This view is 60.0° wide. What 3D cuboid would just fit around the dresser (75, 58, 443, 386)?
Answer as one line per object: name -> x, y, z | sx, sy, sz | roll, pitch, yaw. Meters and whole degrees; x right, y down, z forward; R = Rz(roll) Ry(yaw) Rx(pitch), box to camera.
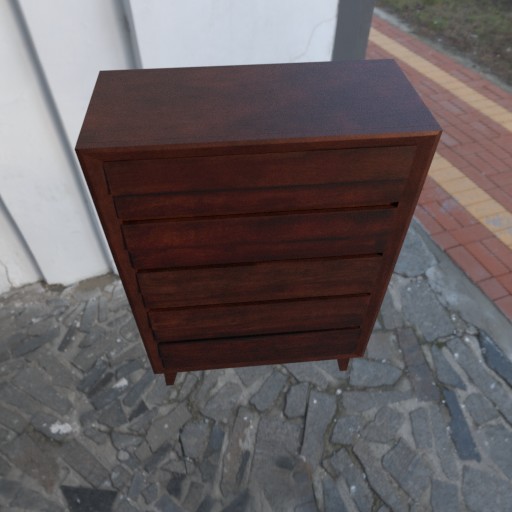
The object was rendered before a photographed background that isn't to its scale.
dresser -> 0.000, 0.000, 2.001 | 1.072, 1.514, 0.506 | -4, 48, -4
